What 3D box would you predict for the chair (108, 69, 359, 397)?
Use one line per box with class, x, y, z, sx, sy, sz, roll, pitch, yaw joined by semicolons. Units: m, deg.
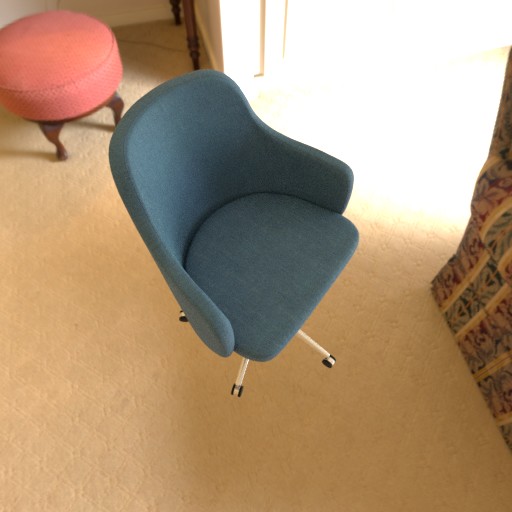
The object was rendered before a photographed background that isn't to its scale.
chair;0.000;0.000;1.277;0.655;0.820;0.599;32;64;18
